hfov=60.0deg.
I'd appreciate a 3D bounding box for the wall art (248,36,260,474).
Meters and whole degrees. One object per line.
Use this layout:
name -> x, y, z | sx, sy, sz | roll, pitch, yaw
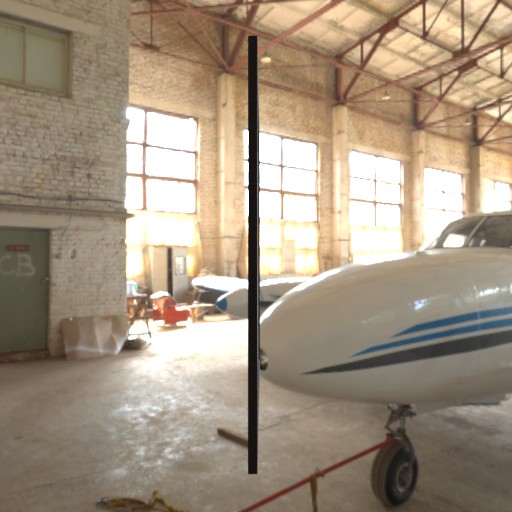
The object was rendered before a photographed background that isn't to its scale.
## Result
wall art -> 0.000, 0.000, 0.843 | 0.012, 0.558, 0.562 | 0, -1, 1
